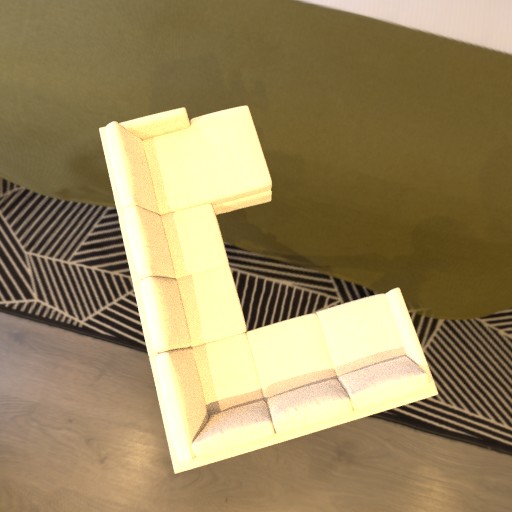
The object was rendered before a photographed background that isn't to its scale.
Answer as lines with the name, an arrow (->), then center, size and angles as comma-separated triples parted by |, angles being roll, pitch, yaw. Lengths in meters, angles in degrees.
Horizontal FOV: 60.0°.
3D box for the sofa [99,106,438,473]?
sofa -> 0.000, 0.000, 4.514 | 2.427, 0.882, 3.460 | -15, 76, -4
